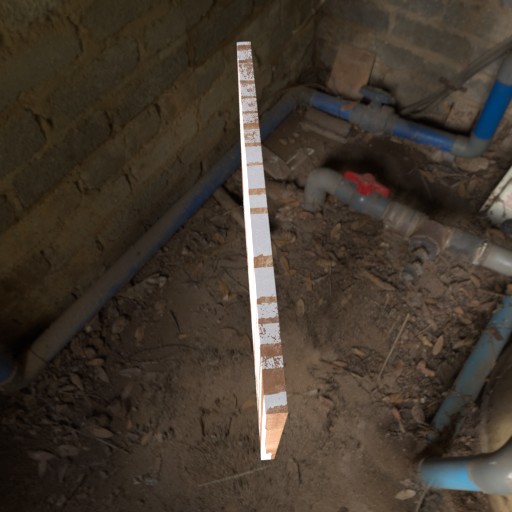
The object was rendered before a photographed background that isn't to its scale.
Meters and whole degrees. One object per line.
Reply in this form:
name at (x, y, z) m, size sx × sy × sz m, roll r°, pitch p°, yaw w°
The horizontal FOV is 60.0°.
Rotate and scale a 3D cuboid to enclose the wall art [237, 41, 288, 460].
wall art at (0.000, 0.000, 1.162) m, size 0.035 × 0.609 × 0.914 m, roll -3°, pitch 59°, yaw -2°
